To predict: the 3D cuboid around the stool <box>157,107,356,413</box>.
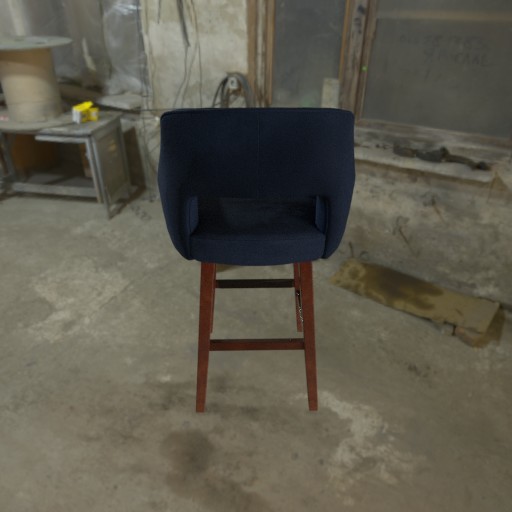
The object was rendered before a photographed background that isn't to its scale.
[{"bbox_3d":[0.000,0.000,1.427,0.550,1.041,0.560,-1,31,-1],"label":"stool"}]
